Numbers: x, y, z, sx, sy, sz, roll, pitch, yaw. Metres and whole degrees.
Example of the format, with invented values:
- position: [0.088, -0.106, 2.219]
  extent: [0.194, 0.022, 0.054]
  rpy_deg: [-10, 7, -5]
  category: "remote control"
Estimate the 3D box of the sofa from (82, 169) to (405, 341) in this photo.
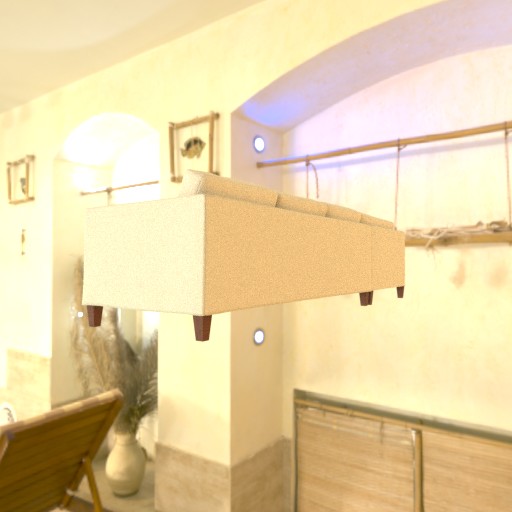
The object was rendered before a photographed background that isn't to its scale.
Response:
- position: [0.000, 0.000, 3.779]
  extent: [1.625, 0.846, 3.186]
  rpy_deg: [-1, -1, 35]
  category: "sofa"
